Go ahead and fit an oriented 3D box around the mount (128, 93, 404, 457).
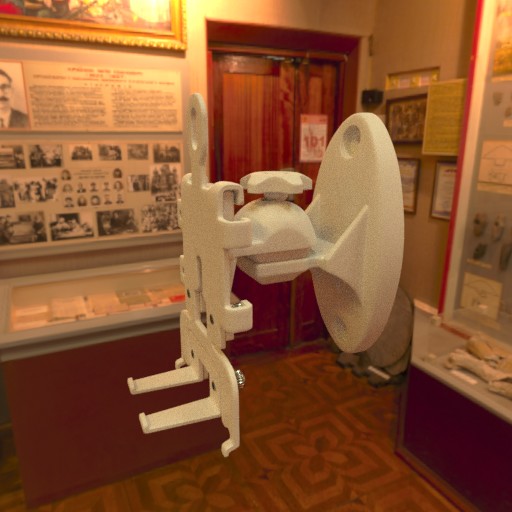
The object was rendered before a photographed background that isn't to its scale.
[{"bbox_3d":[0.000,0.000,0.173,0.100,0.118,0.066,-7,17,-23],"label":"mount"}]
